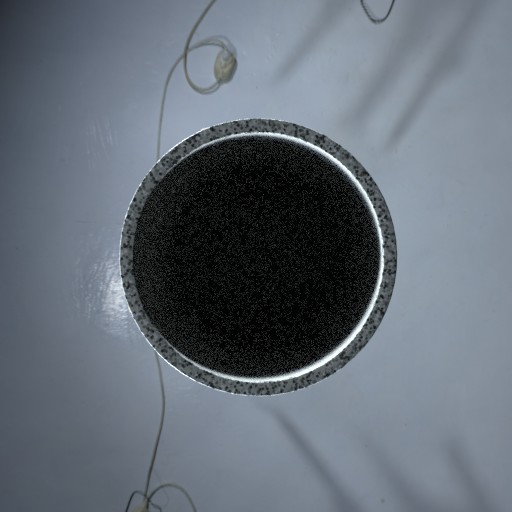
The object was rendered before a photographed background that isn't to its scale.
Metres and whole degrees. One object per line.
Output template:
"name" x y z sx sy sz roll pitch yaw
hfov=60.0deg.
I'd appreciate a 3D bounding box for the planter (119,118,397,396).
"planter" 0.000 0.000 0.692 0.360 0.419 0.360 0 90 -1
